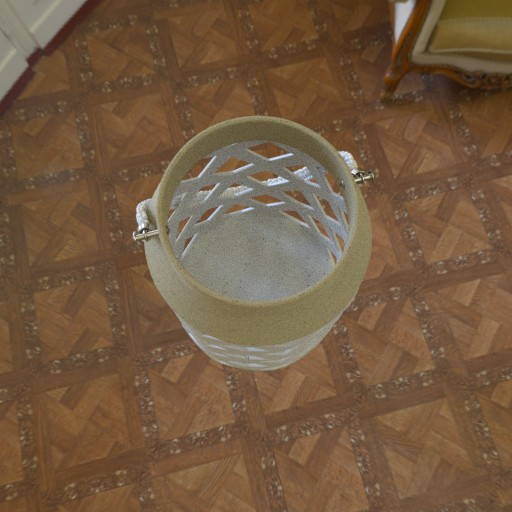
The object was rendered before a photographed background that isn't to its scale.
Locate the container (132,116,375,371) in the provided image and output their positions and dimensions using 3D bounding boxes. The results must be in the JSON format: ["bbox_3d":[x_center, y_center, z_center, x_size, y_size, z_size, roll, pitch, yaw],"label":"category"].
[{"bbox_3d":[0.000,0.000,0.344,0.163,0.229,0.172,-15,75,-4],"label":"container"}]
